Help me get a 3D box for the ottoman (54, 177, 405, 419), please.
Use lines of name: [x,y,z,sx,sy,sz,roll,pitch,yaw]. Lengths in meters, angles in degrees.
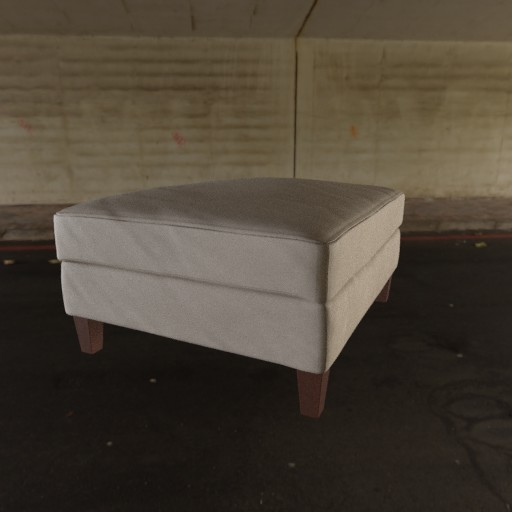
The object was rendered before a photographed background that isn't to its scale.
ottoman: [0.000,0.000,1.534,0.836,0.492,1.002,7,17,25]
